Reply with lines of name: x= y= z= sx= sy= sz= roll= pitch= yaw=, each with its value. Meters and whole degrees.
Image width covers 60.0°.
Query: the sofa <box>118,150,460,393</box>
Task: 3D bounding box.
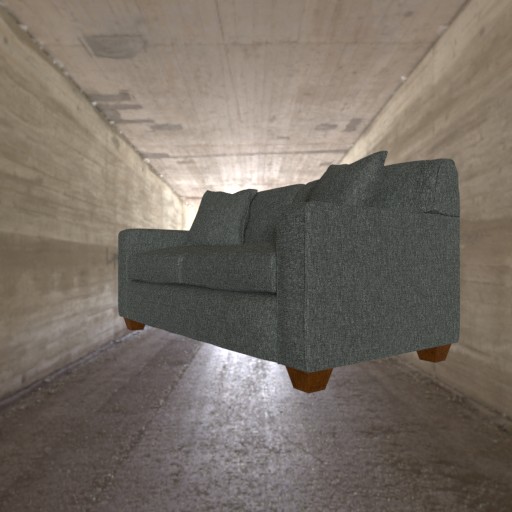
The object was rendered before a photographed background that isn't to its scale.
sofa: x=0.000 y=0.000 z=2.463 sx=0.998 sy=0.958 sz=1.846 roll=0 pitch=-1 yaw=-36
